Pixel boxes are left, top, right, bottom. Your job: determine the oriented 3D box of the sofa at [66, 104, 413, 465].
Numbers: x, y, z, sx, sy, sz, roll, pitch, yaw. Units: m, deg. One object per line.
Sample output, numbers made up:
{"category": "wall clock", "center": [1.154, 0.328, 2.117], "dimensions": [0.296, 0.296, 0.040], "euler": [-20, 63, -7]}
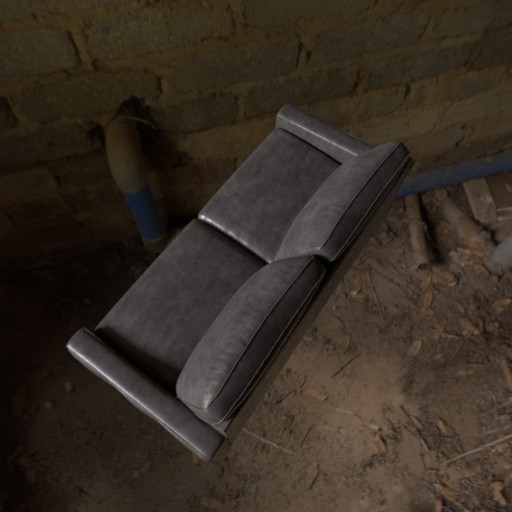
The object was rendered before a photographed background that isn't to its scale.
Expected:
{"category": "sofa", "center": [0.000, 0.000, 2.596], "dimensions": [0.939, 0.916, 2.081], "euler": [32, 67, 15]}
